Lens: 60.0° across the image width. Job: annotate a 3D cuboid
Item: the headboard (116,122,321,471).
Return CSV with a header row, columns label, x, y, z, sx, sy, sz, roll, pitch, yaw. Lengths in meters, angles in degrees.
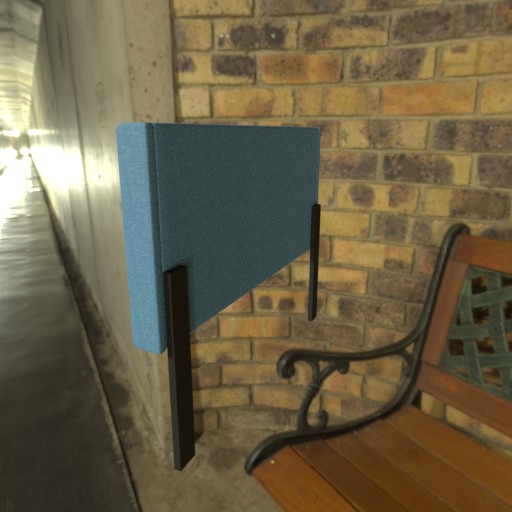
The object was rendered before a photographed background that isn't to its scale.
label,x,y,z,sx,sy,sz,roll,pitch,yaw
headboard,0.000,0.000,2.702,0.184,1.524,2.051,7,17,25
